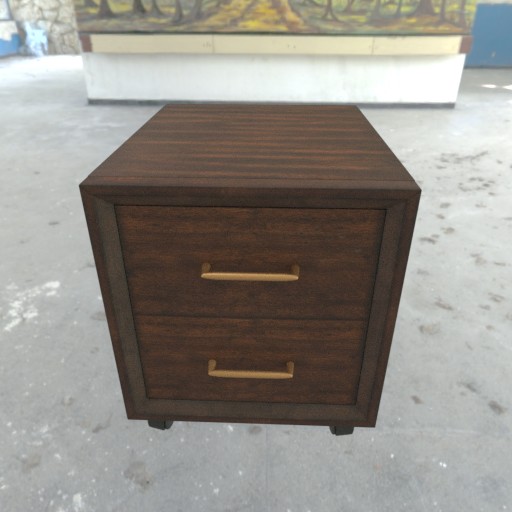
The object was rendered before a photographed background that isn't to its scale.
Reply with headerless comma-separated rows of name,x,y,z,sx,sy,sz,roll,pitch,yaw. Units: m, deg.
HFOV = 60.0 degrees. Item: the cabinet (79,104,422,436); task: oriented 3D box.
cabinet,0.000,0.000,0.835,0.402,0.455,0.500,1,30,2
